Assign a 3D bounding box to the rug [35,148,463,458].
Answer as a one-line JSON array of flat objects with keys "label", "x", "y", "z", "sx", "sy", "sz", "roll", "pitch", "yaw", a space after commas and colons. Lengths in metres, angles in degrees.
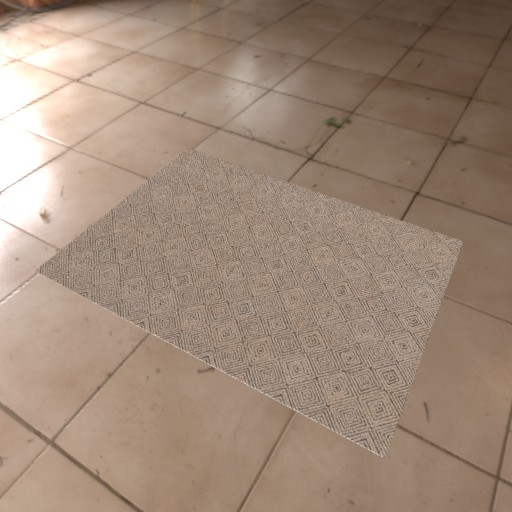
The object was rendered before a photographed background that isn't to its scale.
[{"label": "rug", "x": 0.000, "y": 0.000, "z": 2.833, "sx": 2.238, "sy": 0.008, "sz": 1.593, "roll": 22, "pitch": 50, "yaw": 20}]
